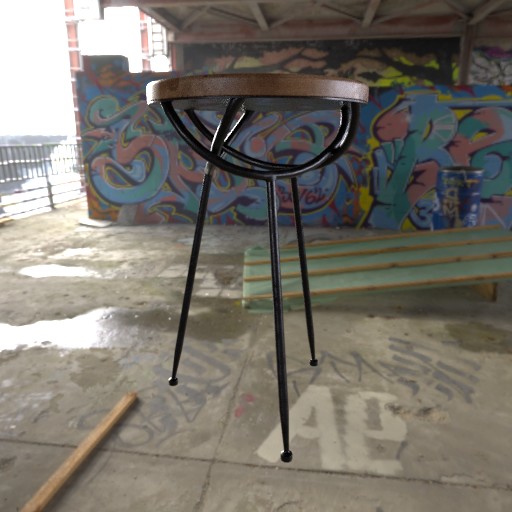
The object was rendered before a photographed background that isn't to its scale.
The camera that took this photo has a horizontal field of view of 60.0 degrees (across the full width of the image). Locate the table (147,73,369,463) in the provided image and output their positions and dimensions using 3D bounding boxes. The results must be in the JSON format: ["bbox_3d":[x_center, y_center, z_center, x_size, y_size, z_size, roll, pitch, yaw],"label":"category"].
[{"bbox_3d":[0.000,0.000,0.930,0.418,0.664,0.414,8,17,27],"label":"table"}]
